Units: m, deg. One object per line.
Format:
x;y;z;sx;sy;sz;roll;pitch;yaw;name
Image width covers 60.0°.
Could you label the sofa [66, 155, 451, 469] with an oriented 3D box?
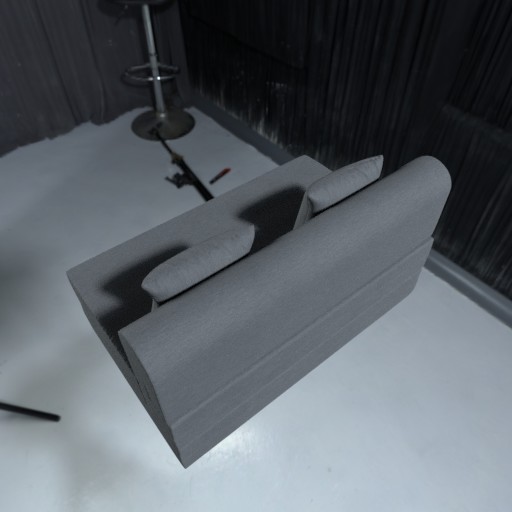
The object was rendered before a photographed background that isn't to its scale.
0.000;0.000;1.710;1.225;0.670;0.762;-30;54;-25;sofa
